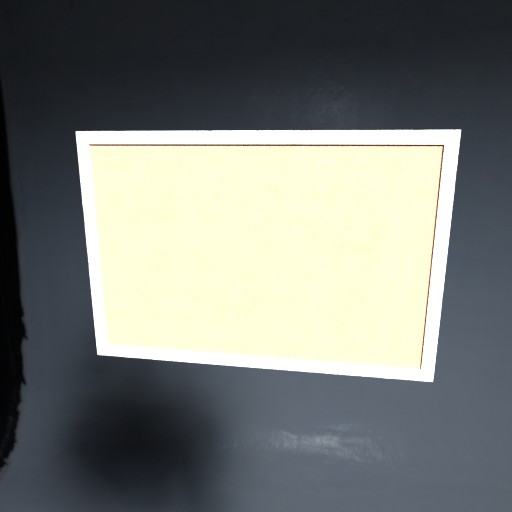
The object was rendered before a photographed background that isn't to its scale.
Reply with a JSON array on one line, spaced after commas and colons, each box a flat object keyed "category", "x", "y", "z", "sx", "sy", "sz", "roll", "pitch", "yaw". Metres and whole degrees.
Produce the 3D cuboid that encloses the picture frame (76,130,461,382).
[{"category": "picture frame", "x": 0.000, "y": 0.000, "z": 1.178, "sx": 0.950, "sy": 0.640, "sz": 0.029, "roll": 2, "pitch": 15, "yaw": 9}]
